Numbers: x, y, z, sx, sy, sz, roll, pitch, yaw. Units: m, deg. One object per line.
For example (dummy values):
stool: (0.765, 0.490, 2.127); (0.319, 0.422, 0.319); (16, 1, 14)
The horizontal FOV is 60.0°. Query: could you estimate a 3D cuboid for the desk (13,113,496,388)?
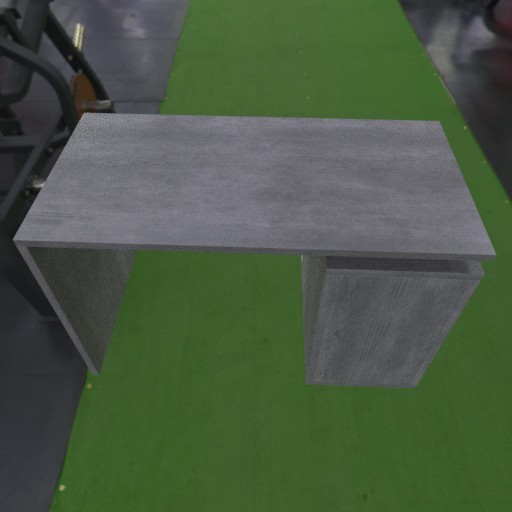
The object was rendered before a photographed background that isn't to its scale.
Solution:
desk: (0.000, 0.000, 1.573); (1.200, 0.740, 0.600); (2, 48, 2)
